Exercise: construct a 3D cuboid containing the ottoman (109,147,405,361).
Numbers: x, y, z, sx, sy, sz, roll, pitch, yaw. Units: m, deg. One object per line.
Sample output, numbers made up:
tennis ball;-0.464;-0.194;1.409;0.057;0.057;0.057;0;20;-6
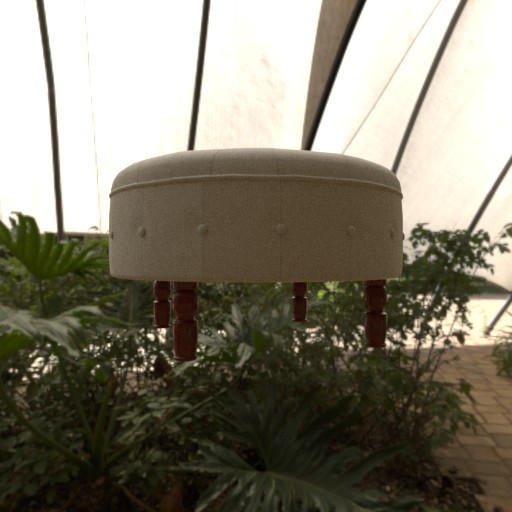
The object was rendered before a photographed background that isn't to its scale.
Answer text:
ottoman;0.000;0.000;1.347;0.850;0.483;0.850;0;0;0
